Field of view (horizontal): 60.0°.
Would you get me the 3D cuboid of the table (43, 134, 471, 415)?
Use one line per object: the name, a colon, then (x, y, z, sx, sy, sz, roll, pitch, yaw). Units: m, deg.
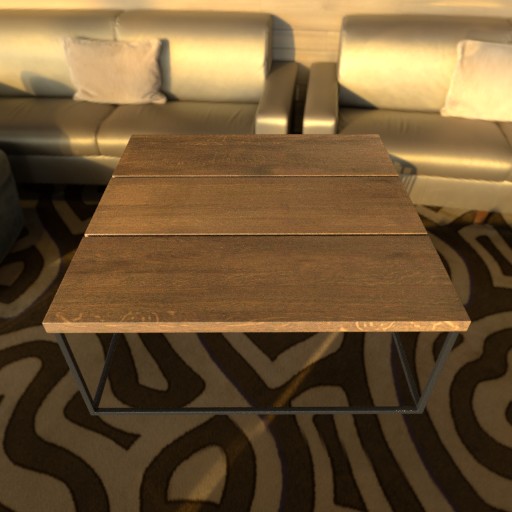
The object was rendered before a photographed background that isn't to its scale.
table: (0.000, 0.000, 1.402, 0.900, 0.400, 0.900, 0, 40, 0)
